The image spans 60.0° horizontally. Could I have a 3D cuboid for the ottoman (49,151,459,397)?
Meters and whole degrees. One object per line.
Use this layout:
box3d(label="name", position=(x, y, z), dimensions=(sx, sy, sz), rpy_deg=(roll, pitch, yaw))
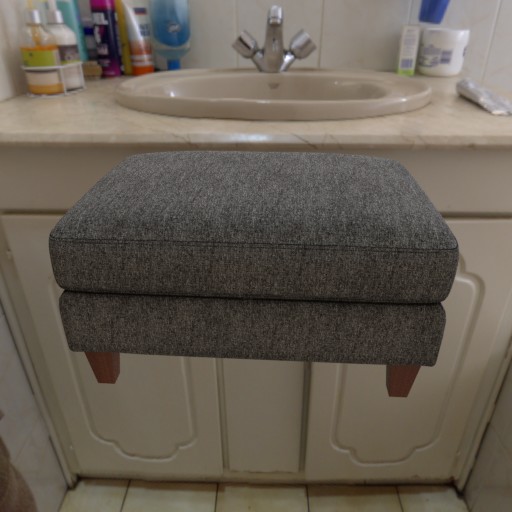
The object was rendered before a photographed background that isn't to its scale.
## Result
box3d(label="ottoman", position=(0.000, 0.000, 1.206), dimensions=(0.864, 0.483, 0.584), rpy_deg=(2, 29, 3))
